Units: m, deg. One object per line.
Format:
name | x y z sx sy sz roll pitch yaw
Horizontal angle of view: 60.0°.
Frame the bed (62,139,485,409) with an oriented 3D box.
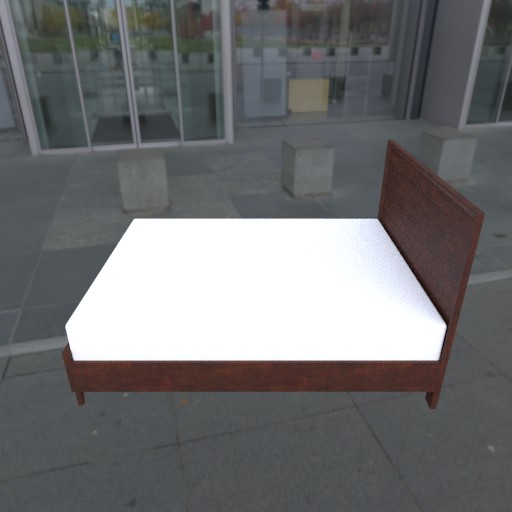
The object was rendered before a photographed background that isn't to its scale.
bed | 0.000 0.000 3.113 2.184 1.270 1.600 0 27 0
